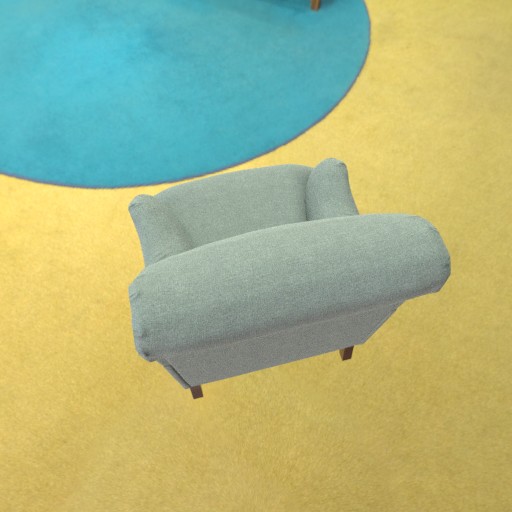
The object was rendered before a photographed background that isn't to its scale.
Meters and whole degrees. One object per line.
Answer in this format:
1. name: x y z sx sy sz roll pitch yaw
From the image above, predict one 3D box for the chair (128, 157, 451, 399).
1. chair: 0.000 0.000 1.906 0.964 1.178 1.060 -12 59 -8
